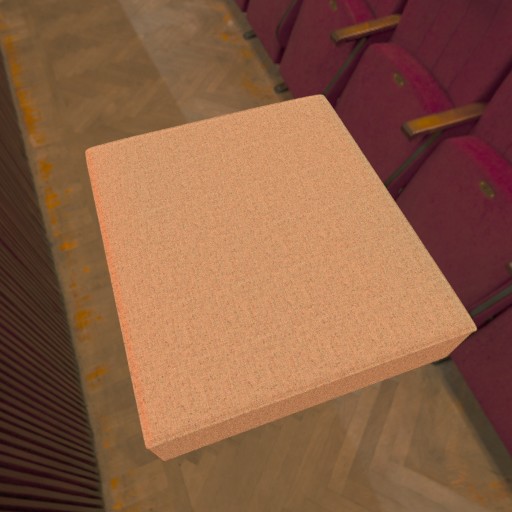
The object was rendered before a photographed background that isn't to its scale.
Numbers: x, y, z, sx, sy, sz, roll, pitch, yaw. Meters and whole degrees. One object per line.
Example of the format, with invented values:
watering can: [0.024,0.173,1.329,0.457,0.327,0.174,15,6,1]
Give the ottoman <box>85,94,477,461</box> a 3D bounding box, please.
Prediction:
ottoman: [0.000,0.000,1.222,0.736,0.303,0.835,-17,60,-10]
